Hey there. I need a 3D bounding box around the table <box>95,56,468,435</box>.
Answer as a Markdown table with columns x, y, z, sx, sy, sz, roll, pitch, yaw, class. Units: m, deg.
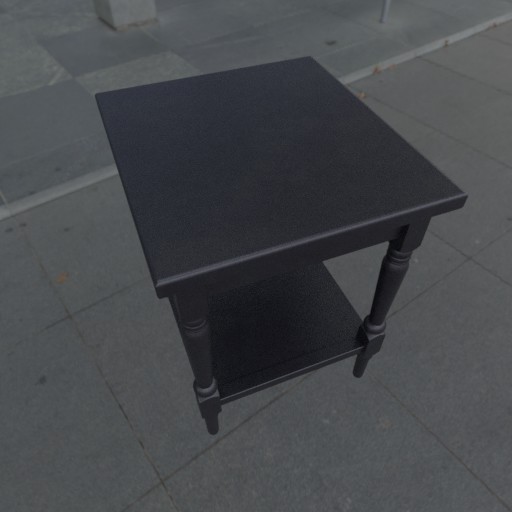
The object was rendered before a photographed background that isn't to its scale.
| x | y | z | sx | sy | sz | roll | pitch | yaw | class |
| --- | --- | --- | --- | --- | --- | --- | --- | --- | --- |
| 0.000 | 0.000 | 0.917 | 0.442 | 0.565 | 0.488 | -16 | 49 | -15 | table |
